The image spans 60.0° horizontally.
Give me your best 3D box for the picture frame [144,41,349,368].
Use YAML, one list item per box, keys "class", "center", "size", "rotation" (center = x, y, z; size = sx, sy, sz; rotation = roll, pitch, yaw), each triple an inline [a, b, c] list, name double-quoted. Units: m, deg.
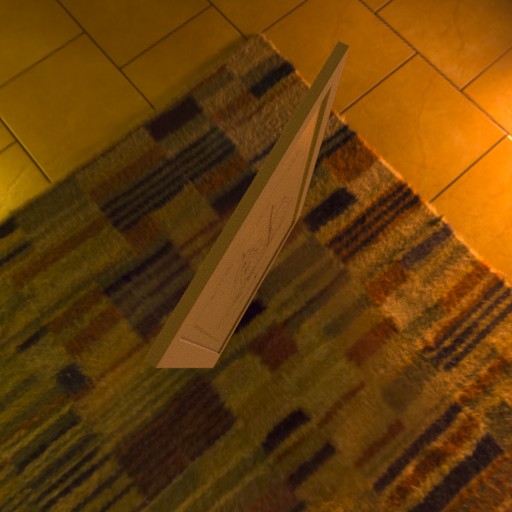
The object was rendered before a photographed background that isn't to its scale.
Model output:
- class: "picture frame"
  center: [0.000, 0.000, 0.591]
  size: [0.011, 0.459, 0.326]
  rotation: [29, 78, 7]
